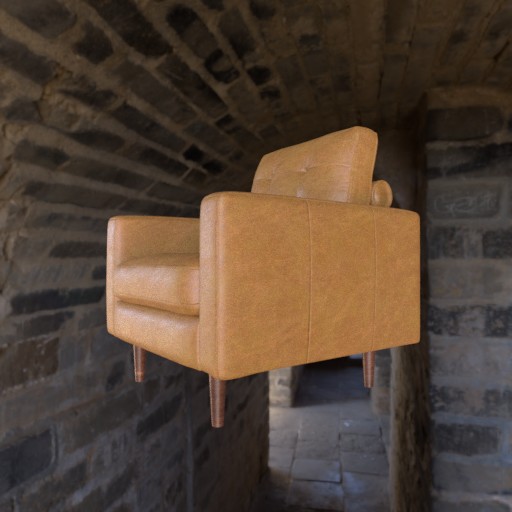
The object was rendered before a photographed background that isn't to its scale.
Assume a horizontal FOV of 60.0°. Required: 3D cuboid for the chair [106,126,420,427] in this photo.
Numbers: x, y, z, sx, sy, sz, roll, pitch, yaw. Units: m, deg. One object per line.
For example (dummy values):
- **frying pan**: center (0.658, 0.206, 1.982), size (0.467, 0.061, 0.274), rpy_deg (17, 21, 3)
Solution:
- **chair**: center (0.000, 0.000, 1.575), size (0.868, 0.896, 0.831), rpy_deg (0, -1, -36)
